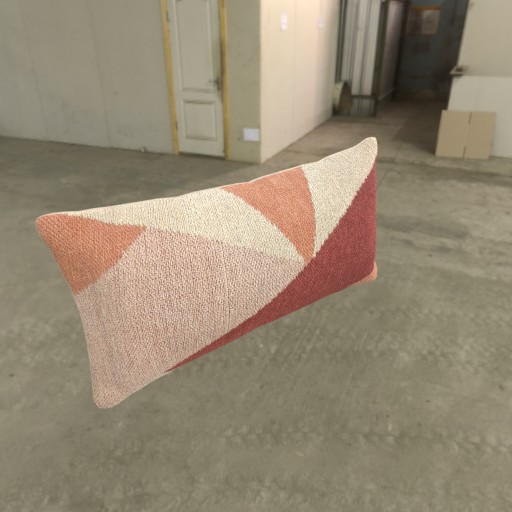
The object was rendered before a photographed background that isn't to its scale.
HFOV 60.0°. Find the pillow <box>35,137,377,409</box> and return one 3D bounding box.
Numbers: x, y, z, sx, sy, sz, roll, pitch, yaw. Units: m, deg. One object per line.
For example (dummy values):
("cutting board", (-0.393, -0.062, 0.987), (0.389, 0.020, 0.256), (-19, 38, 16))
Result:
("pillow", (0.000, 0.000, 0.724), (0.609, 0.292, 0.155), (-20, 34, -32))
